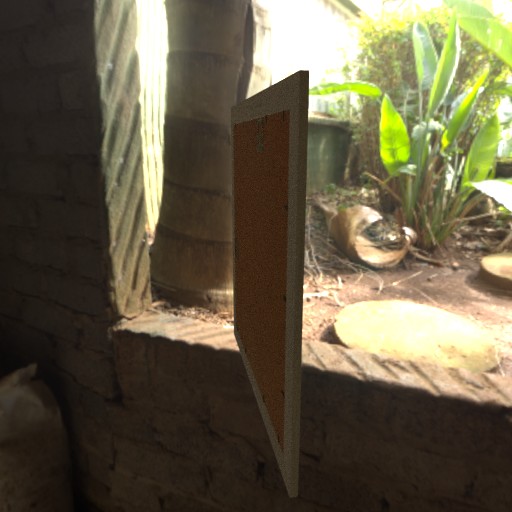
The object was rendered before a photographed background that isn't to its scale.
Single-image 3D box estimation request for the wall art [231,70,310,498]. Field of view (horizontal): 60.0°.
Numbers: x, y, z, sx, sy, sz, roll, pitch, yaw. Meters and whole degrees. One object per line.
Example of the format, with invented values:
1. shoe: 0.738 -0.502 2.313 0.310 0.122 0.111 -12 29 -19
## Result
1. wall art: 0.000 0.000 0.854 0.013 0.584 0.584 -3 15 -11
